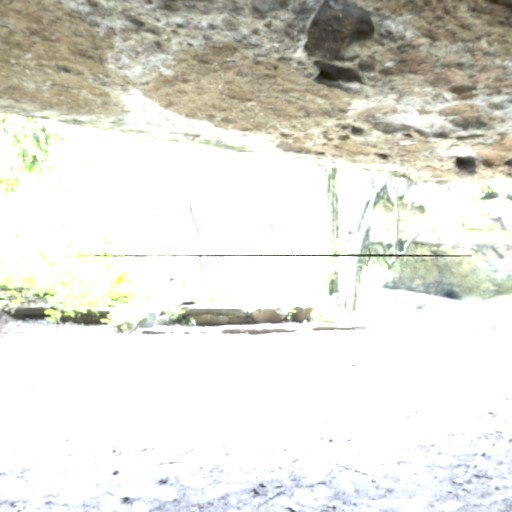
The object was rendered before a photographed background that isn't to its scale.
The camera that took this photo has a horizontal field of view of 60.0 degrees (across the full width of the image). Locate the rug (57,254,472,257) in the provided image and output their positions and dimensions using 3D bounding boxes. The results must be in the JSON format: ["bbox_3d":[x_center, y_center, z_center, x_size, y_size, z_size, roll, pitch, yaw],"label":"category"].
[{"bbox_3d":[0.000,0.000,3.050,2.435,0.010,1.544,0,0,37],"label":"rug"}]
